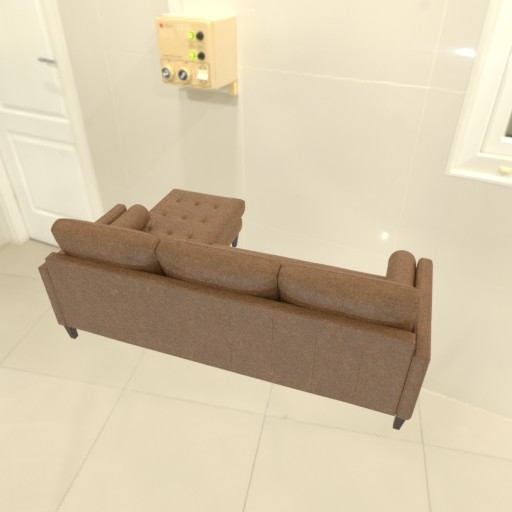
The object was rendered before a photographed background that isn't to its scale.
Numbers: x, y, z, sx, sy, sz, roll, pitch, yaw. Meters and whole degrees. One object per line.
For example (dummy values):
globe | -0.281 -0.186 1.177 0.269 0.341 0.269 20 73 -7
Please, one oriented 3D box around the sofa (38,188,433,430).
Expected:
sofa | 0.000 0.000 2.948 2.178 0.876 1.506 11 36 15
